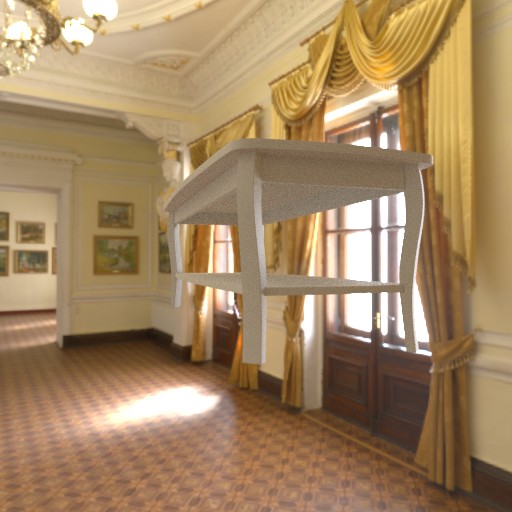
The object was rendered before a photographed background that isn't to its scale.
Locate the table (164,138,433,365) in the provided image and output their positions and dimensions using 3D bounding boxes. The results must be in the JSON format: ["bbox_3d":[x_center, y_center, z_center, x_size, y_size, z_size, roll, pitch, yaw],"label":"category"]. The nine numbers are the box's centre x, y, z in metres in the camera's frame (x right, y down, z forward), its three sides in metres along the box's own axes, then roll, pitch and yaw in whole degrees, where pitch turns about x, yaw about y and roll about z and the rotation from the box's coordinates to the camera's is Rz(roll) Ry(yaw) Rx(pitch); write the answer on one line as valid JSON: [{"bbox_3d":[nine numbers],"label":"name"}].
[{"bbox_3d":[0.000,0.000,1.597,0.561,0.474,1.334,0,-1,-18],"label":"table"}]
